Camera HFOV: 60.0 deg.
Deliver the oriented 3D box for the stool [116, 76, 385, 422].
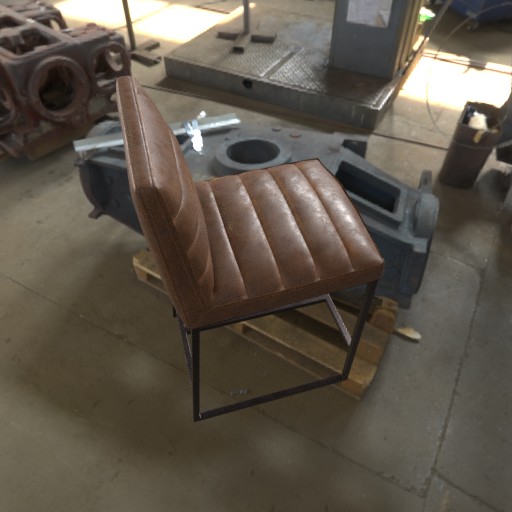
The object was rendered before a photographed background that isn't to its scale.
[{"bbox_3d":[0.000,0.000,1.259,0.562,0.942,0.463,-12,48,-11],"label":"stool"}]
